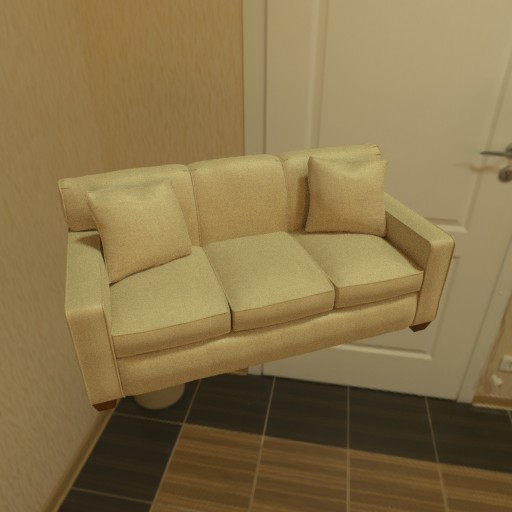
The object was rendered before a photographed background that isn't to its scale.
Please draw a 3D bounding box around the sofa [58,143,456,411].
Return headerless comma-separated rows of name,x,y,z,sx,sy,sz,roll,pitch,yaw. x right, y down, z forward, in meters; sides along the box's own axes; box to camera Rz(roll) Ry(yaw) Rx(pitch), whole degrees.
sofa,0.000,0.000,2.581,2.024,0.958,0.997,-10,32,-16
